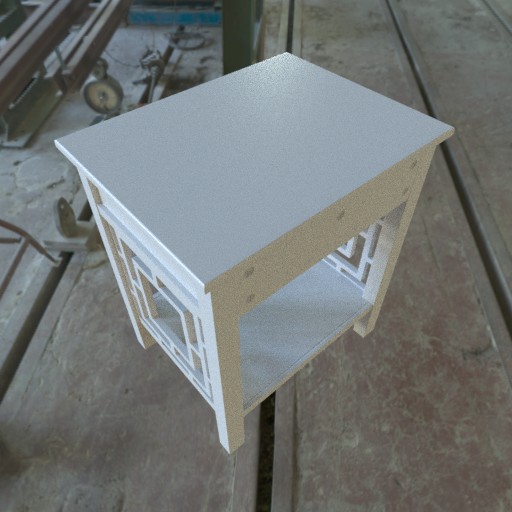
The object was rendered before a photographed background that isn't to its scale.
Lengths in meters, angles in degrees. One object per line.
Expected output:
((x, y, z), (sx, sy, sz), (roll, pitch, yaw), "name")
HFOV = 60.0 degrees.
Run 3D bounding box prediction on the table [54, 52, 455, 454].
((0.000, 0.000, 1.025), (0.564, 0.646, 0.451), (-33, 55, -27), "table")
